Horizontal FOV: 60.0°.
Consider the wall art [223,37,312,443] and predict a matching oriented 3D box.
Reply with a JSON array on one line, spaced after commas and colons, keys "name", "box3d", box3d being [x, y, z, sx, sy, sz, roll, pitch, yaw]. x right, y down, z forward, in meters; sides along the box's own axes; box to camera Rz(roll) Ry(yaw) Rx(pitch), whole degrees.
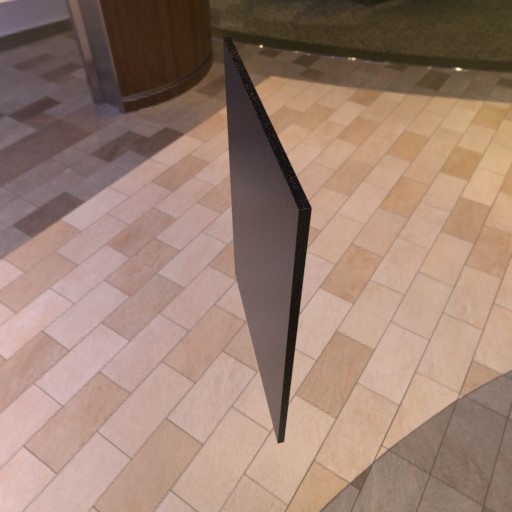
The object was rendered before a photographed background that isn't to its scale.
[{"name": "wall art", "box3d": [0.000, 0.000, 0.785, 0.013, 0.582, 0.442, -9, 47, -9]}]
